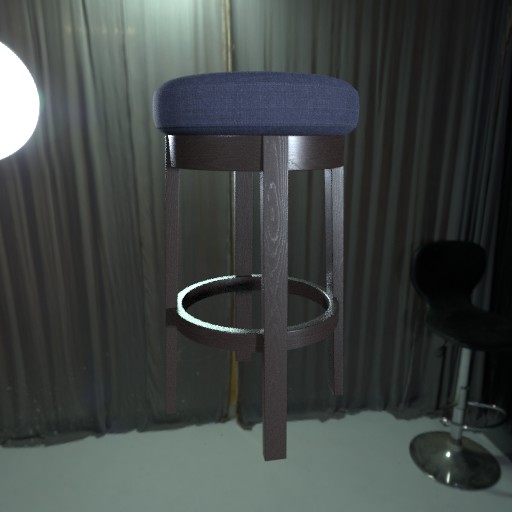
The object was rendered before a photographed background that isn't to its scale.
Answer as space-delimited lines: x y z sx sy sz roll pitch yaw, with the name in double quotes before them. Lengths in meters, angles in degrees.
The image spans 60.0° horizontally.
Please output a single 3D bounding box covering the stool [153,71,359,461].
"stool" 0.000 0.000 1.022 0.446 0.758 0.446 0 15 0
